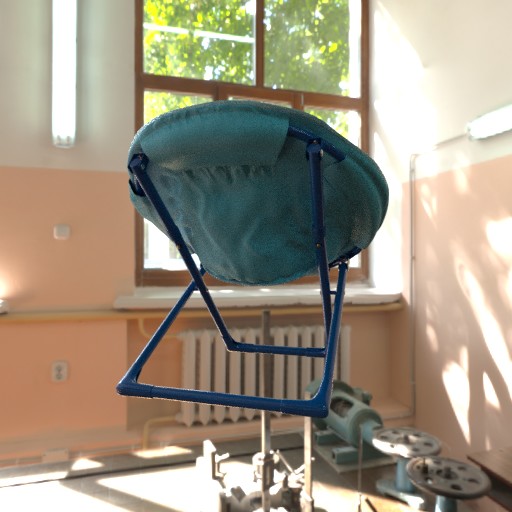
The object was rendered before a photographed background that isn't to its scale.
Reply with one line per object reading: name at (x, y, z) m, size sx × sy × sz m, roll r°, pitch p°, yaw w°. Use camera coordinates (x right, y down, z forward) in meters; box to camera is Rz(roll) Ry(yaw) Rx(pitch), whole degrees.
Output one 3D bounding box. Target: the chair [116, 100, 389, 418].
chair at (0.000, 0.000, 0.902) m, size 0.520 × 0.478 × 0.465 m, roll 0°, pitch 0°, yaw 18°
